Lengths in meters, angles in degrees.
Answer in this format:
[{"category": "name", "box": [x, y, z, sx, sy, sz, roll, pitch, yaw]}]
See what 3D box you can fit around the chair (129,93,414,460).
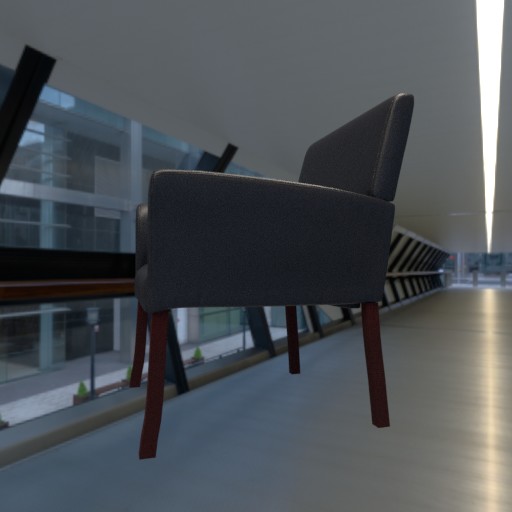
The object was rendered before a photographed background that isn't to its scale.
[{"category": "chair", "box": [0.000, 0.000, 1.452, 0.772, 0.951, 0.683, 0, -1, -18]}]
